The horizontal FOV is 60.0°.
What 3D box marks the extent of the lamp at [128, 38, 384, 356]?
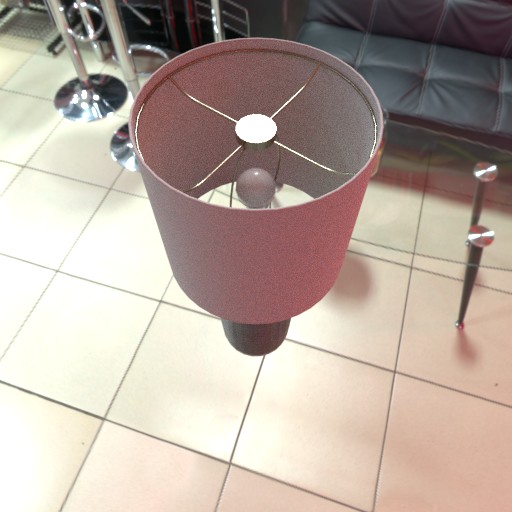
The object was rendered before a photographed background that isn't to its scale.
[{"bbox_3d":[0.000,0.000,0.588,0.220,0.475,0.220,-35,64,-20],"label":"lamp"}]
